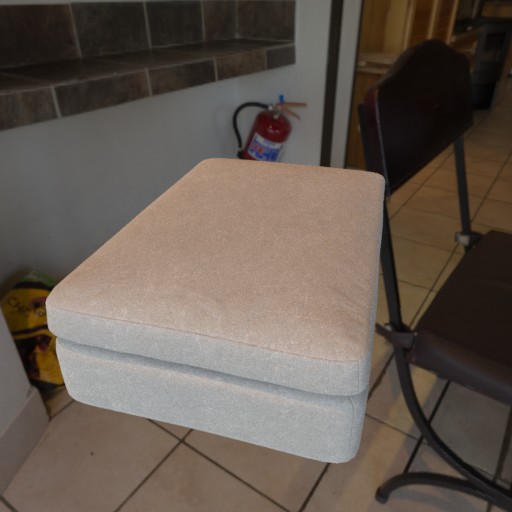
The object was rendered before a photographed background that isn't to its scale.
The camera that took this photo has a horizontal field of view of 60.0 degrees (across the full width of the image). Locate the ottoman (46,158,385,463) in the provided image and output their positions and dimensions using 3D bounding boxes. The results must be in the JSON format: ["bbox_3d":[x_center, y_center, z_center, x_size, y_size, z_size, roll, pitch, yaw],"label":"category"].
[{"bbox_3d":[0.000,0.000,1.561,0.840,0.429,1.199,8,32,13],"label":"ottoman"}]
